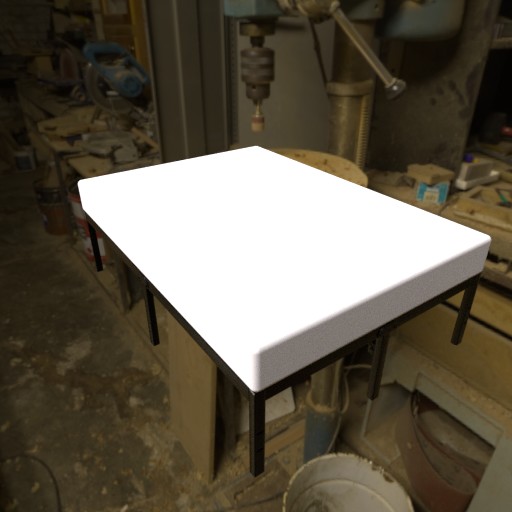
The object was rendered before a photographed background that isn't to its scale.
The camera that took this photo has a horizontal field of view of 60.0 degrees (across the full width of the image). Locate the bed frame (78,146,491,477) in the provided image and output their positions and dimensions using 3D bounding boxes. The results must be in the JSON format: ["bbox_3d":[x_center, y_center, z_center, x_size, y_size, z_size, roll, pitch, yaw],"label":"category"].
[{"bbox_3d":[0.000,0.000,2.618,1.408,0.659,1.956,-19,35,-30],"label":"bed frame"}]
